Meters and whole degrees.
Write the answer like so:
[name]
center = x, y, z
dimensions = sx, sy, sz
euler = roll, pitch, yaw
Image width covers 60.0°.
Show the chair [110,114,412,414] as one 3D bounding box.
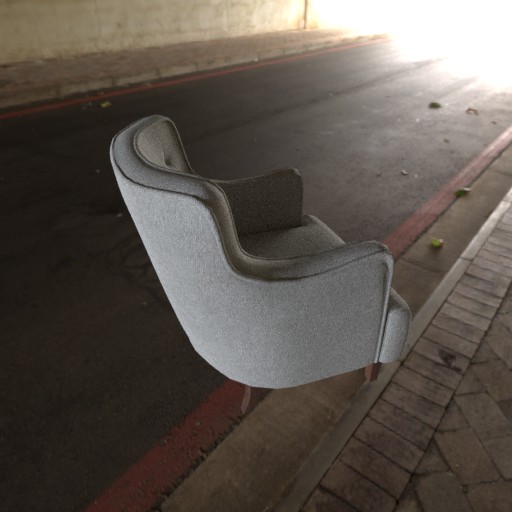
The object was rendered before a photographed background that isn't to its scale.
[chair]
center = 0.000, 0.000, 1.637
dimensions = 0.910, 0.920, 0.820
euler = -10, 33, -17
